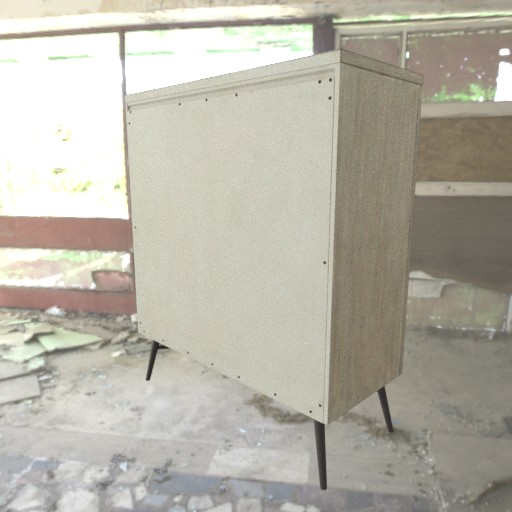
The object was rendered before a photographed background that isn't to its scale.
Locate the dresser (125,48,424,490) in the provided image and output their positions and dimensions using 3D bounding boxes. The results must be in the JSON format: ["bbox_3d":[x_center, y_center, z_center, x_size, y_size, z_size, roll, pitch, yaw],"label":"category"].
[{"bbox_3d":[0.000,0.000,1.682,1.016,1.219,0.457,11,16,44],"label":"dresser"}]
